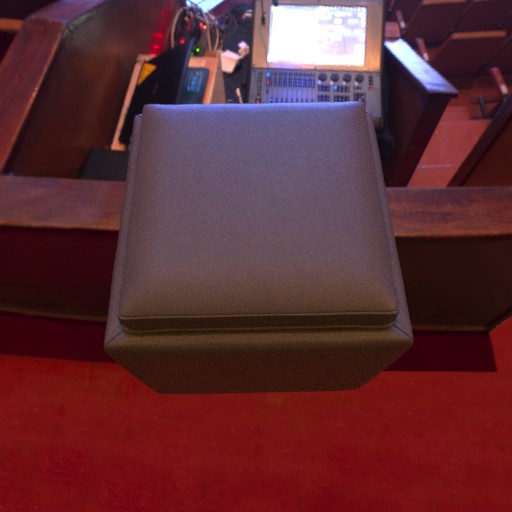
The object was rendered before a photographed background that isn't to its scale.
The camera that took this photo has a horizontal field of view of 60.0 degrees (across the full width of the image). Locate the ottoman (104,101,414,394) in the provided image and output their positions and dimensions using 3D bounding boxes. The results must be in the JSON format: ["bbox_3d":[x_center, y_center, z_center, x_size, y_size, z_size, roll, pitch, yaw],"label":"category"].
[{"bbox_3d":[0.000,0.000,0.849,0.450,0.460,0.451,-1,63,-1],"label":"ottoman"}]
